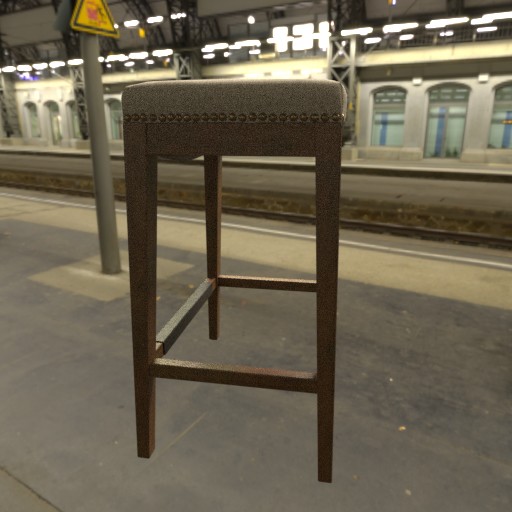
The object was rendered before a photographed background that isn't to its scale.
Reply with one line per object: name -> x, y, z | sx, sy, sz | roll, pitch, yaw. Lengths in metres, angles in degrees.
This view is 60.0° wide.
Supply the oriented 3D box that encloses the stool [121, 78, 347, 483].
stool -> 0.000, 0.000, 0.939 | 0.356, 0.660, 0.508 | 3, 17, 10
